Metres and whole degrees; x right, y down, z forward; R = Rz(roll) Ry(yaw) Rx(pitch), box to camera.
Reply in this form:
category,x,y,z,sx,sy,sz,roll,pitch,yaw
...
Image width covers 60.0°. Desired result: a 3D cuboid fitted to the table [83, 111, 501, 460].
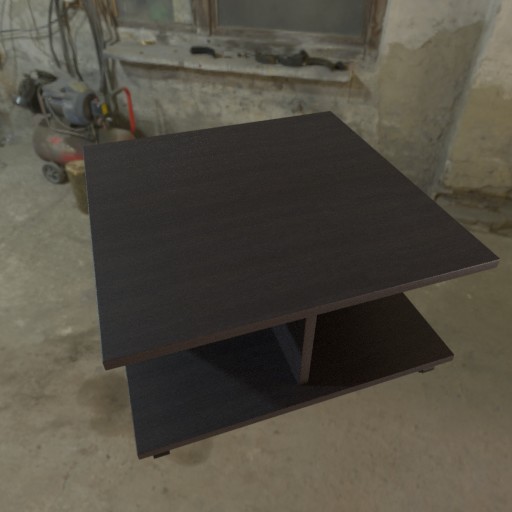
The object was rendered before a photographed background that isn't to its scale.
category,x,y,z,sx,sy,sz,roll,pitch,yaw
table,0.000,0.000,1.183,0.762,0.396,0.762,-12,42,-14
